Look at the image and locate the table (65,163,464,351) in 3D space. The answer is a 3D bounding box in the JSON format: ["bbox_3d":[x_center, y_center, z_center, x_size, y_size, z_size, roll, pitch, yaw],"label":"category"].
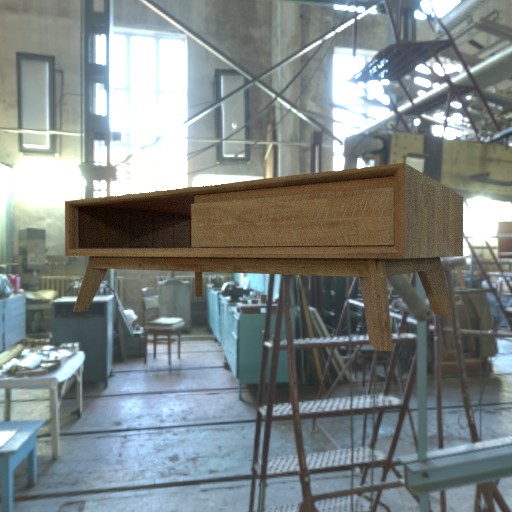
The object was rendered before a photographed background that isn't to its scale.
[{"bbox_3d":[0.000,0.000,2.060,1.619,0.531,0.918,0,1,34],"label":"table"}]
